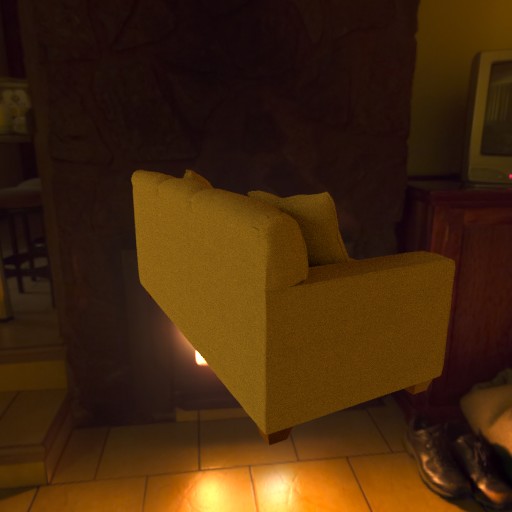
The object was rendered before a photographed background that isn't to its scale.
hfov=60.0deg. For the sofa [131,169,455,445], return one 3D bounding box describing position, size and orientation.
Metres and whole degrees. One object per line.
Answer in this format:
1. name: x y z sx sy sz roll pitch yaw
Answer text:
1. sofa: 0.000 0.000 2.615 0.997 0.958 2.024 -8 17 -26
